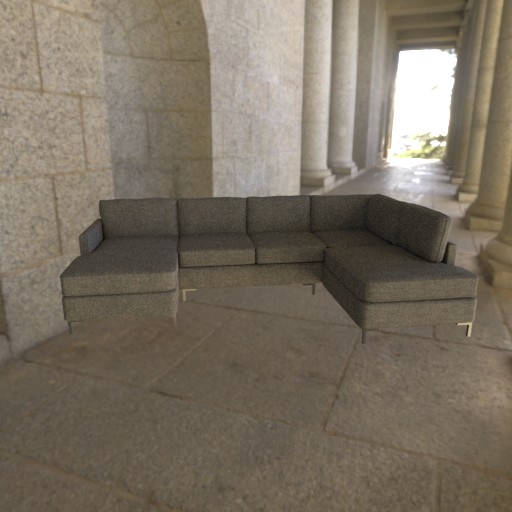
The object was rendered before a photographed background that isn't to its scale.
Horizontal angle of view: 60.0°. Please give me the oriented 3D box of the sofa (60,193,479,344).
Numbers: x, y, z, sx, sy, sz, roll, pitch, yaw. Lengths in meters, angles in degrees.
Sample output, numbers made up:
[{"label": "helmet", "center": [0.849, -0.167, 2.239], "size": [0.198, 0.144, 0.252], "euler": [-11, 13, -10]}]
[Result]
[{"label": "sofa", "center": [0.000, 0.000, 4.345], "size": [3.423, 0.999, 2.048], "euler": [-2, 16, -8]}]
